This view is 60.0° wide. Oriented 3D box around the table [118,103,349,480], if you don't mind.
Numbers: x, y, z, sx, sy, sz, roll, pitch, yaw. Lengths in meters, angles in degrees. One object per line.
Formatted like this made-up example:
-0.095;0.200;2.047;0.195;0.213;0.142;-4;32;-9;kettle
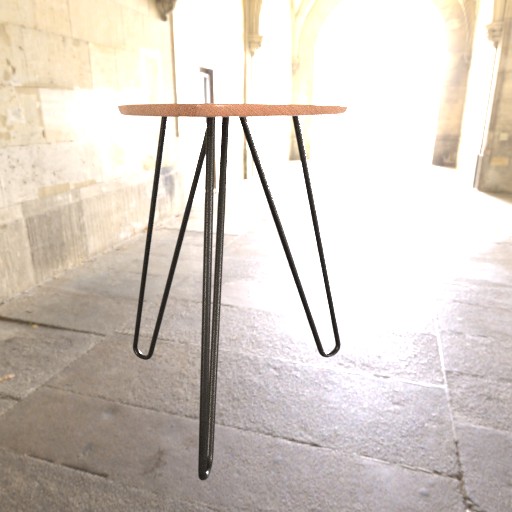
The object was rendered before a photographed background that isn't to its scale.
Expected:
0.000;0.000;0.876;0.455;0.564;0.442;-9;20;-26;table
